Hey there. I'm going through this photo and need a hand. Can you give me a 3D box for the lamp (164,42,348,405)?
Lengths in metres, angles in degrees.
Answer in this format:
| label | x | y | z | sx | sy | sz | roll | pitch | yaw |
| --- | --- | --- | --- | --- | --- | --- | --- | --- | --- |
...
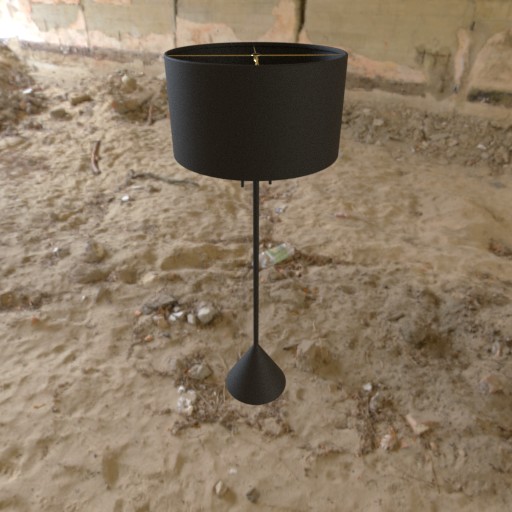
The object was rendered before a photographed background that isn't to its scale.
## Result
| label | x | y | z | sx | sy | sz | roll | pitch | yaw |
| --- | --- | --- | --- | --- | --- | --- | --- | --- | --- |
| lamp | 0.000 | 0.000 | 1.809 | 0.580 | 1.526 | 0.580 | -1 | 31 | -2 |
